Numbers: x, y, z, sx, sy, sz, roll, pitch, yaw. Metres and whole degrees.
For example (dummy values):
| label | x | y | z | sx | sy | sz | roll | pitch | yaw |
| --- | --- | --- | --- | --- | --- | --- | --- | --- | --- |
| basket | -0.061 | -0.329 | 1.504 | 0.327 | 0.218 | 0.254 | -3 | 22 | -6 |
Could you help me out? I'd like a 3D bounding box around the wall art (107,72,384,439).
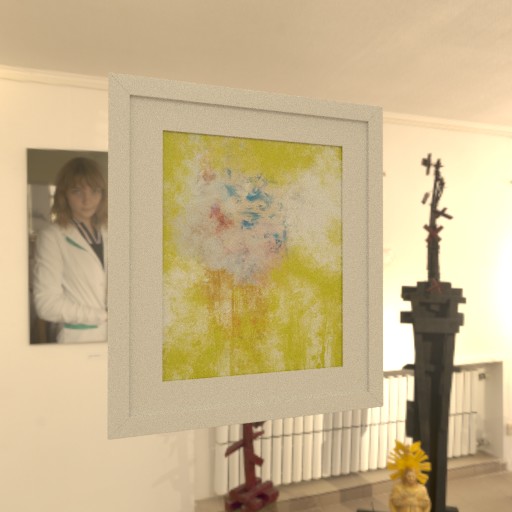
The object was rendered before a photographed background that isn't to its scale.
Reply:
| label | x | y | z | sx | sy | sz | roll | pitch | yaw |
| --- | --- | --- | --- | --- | --- | --- | --- | --- | --- |
| wall art | 0.000 | 0.000 | 0.523 | 0.331 | 0.381 | 0.028 | 0 | 0 | -18 |
